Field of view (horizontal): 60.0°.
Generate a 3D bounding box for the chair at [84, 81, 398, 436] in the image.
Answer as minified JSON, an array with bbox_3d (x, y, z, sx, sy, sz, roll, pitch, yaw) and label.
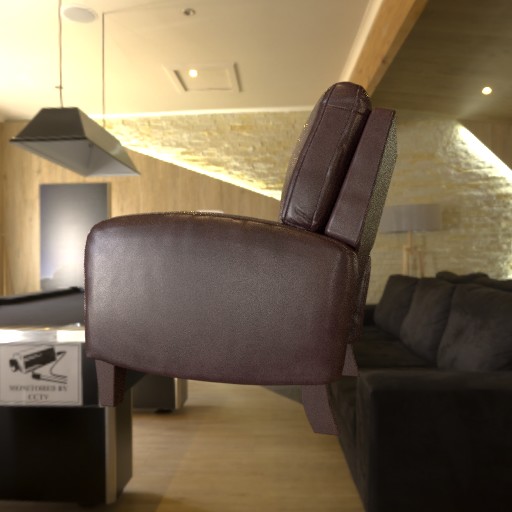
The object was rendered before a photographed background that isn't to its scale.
[{"bbox_3d":[0.000,0.000,1.636,0.990,0.990,0.762,0,0,18],"label":"chair"}]
